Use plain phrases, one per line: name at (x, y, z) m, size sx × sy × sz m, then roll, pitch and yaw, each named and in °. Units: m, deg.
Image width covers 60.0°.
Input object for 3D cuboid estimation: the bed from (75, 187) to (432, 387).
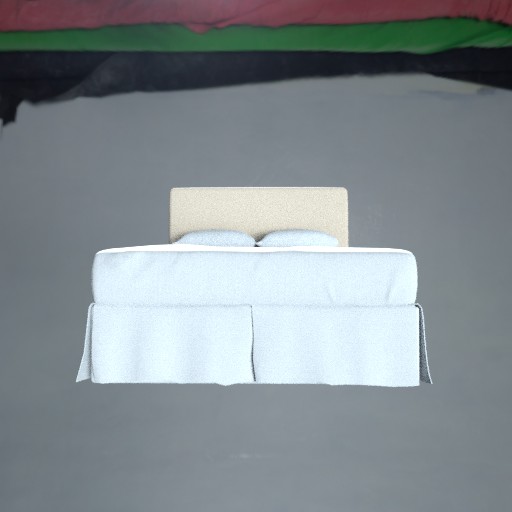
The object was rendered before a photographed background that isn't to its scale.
bed at (0.000, 0.000, 3.199) m, size 1.748 × 1.330 × 2.142 m, roll 0°, pitch -1°, yaw 1°
